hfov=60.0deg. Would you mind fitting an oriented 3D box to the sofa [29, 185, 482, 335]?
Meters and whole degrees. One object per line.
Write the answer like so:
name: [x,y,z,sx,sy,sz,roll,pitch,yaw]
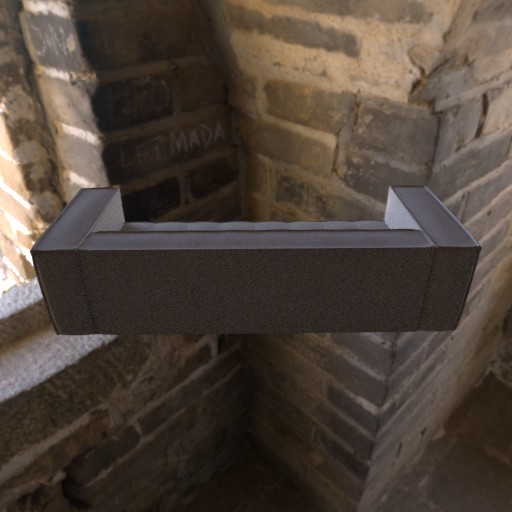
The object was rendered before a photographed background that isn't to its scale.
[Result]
sofa: [0.000,0.000,3.152,2.697,0.680,1.038,0,30,-1]
